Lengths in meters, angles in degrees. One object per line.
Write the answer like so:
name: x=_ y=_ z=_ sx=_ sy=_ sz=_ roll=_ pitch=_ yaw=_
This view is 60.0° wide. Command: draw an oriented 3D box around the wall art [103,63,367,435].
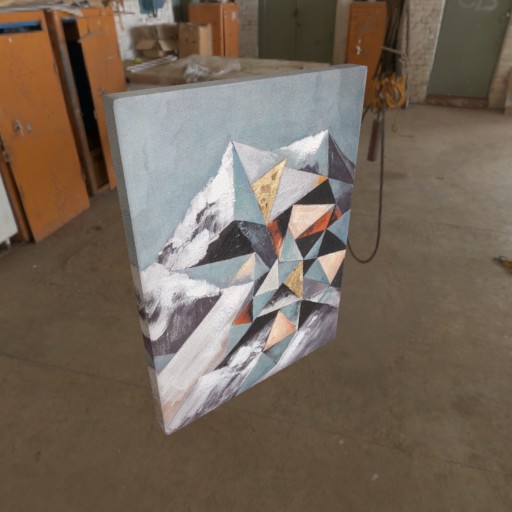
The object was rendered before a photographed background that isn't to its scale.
wall art: x=0.000 y=0.000 z=0.810 sx=0.455 sy=0.613 sz=0.037 roll=-21 pitch=37 yaw=-31
